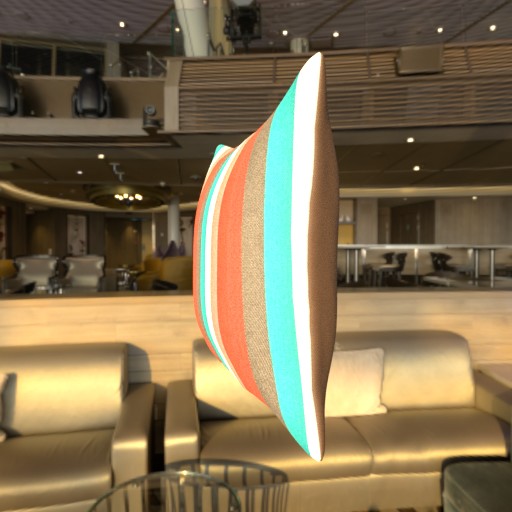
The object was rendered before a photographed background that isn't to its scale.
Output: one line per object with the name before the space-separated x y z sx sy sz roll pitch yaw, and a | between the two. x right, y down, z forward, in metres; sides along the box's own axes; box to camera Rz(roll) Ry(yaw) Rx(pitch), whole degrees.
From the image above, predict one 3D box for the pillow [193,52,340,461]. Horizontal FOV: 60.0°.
pillow | 0.000 0.000 0.691 0.168 0.443 0.453 0 1 -18
